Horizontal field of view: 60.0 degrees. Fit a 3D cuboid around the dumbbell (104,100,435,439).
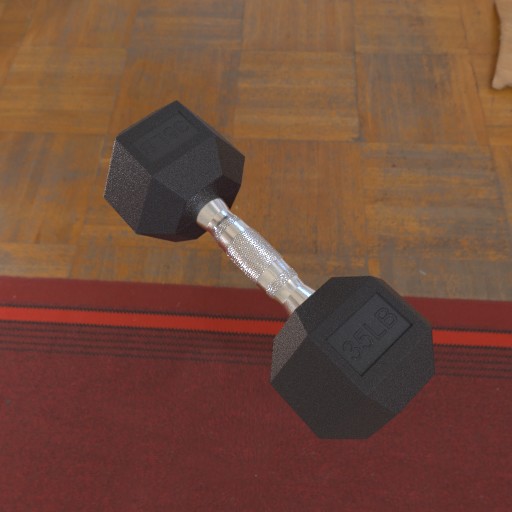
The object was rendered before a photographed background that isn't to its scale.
[{"bbox_3d":[0.000,0.000,0.420,0.141,0.123,0.356,-39,70,-17],"label":"dumbbell"}]
